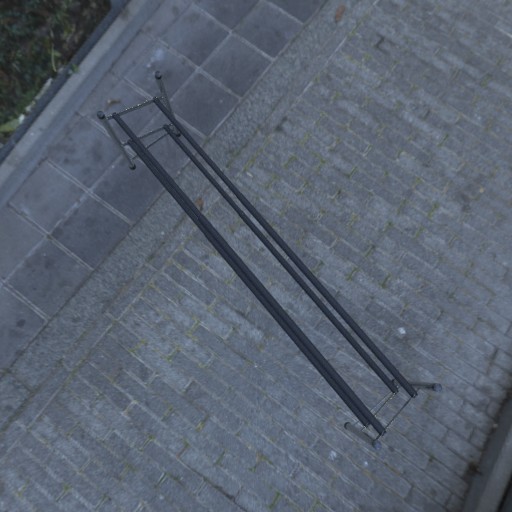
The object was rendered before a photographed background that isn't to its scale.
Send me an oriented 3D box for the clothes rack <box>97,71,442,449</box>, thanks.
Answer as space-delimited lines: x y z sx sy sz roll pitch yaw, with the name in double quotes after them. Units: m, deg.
0.000 0.000 1.342 0.229 0.349 1.168 -39 79 -9 "clothes rack"
